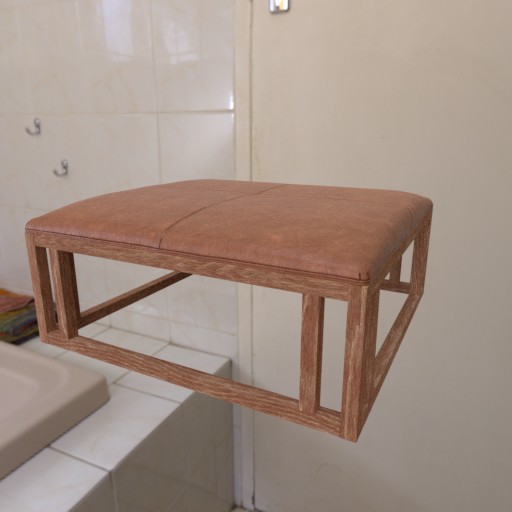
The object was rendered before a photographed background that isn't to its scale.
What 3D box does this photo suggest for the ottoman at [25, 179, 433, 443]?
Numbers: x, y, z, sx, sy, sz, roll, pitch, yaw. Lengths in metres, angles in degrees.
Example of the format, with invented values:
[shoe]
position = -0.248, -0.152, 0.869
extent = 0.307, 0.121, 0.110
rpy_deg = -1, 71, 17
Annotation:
[ottoman]
position = 0.000, 0.000, 1.541
extent = 1.016, 0.442, 1.013
rpy_deg = 8, 18, 26
